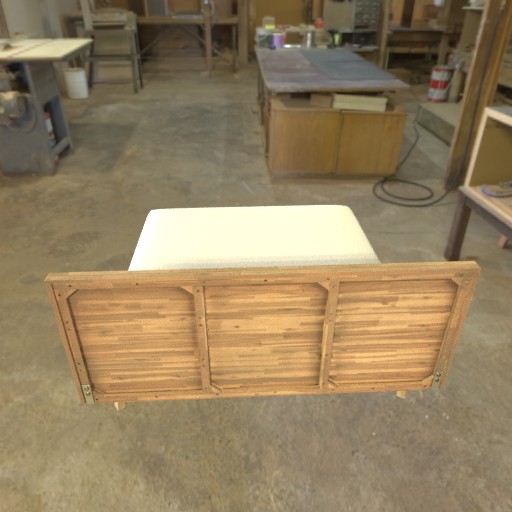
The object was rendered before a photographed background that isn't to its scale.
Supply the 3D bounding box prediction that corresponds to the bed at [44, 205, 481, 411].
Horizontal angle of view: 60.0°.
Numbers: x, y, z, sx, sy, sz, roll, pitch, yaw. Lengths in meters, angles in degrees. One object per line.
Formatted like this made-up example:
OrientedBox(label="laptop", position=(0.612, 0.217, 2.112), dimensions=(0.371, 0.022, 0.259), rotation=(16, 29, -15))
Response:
OrientedBox(label="bed", position=(0.000, 0.000, 3.345), dimensions=(2.116, 1.100, 2.167), rotation=(-2, 31, -3))
